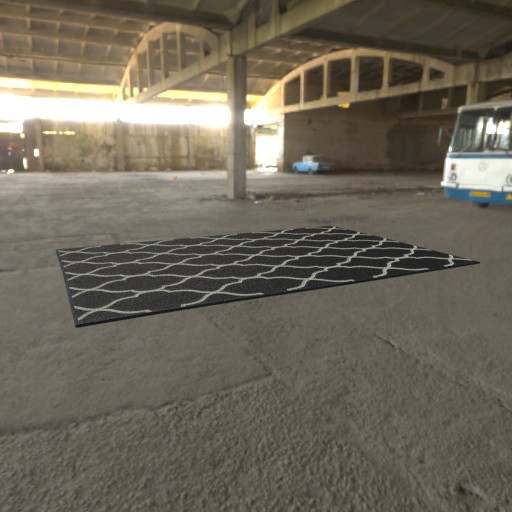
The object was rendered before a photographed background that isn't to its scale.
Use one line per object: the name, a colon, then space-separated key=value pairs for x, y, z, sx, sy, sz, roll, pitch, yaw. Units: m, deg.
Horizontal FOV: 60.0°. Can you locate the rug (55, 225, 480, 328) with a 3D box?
rug: x=0.000 y=0.000 z=2.844 sx=2.290 sy=0.014 sz=1.526 roll=-6 pitch=15 yaw=-26
